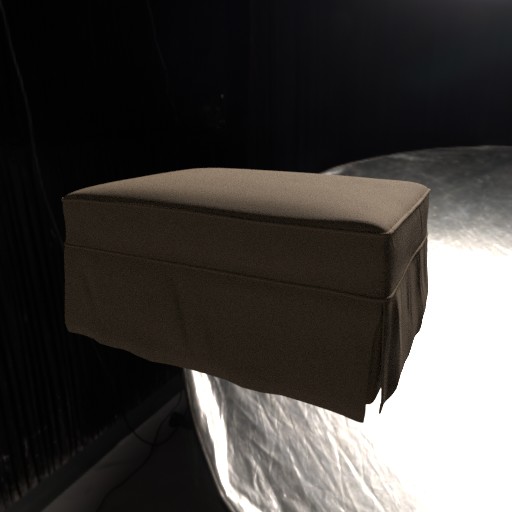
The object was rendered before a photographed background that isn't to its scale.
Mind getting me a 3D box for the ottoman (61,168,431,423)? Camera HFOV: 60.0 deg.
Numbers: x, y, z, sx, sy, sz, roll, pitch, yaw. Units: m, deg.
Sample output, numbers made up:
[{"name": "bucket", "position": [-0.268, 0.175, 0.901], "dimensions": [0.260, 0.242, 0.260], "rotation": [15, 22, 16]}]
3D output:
[{"name": "ottoman", "position": [0.000, 0.000, 1.341], "dimensions": [0.959, 0.482, 0.721], "rotation": [9, 19, 26]}]
